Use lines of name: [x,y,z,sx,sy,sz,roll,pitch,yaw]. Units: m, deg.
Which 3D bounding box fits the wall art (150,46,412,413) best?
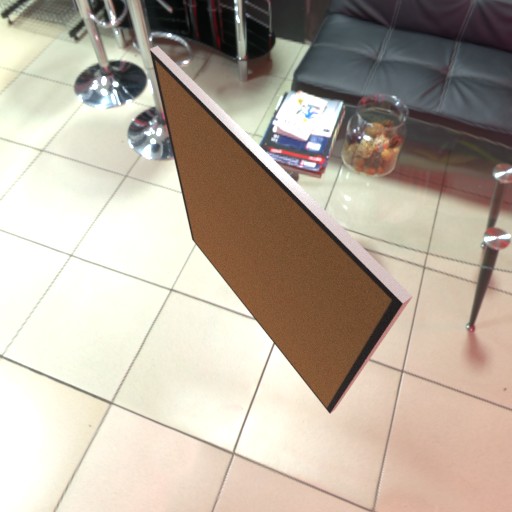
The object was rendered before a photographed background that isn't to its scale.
wall art: [0.000,0.000,1.207,0.022,0.803,0.805,-32,64,-18]
